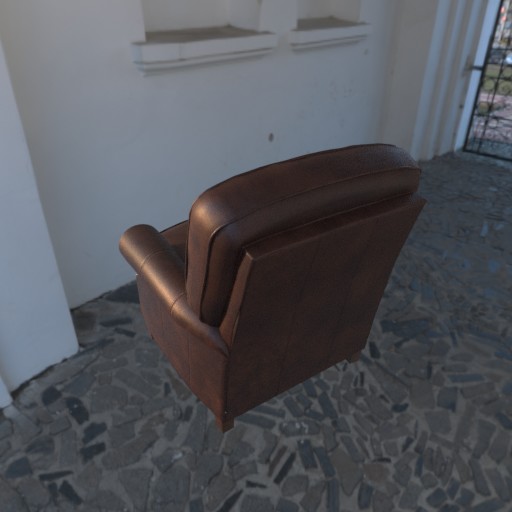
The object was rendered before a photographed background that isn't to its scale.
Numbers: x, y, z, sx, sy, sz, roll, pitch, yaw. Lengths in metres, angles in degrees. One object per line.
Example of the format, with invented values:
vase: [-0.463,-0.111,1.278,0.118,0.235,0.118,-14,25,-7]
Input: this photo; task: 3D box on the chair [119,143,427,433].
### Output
chair: [0.000,0.000,1.792,0.936,1.018,0.986,-19,35,-29]
